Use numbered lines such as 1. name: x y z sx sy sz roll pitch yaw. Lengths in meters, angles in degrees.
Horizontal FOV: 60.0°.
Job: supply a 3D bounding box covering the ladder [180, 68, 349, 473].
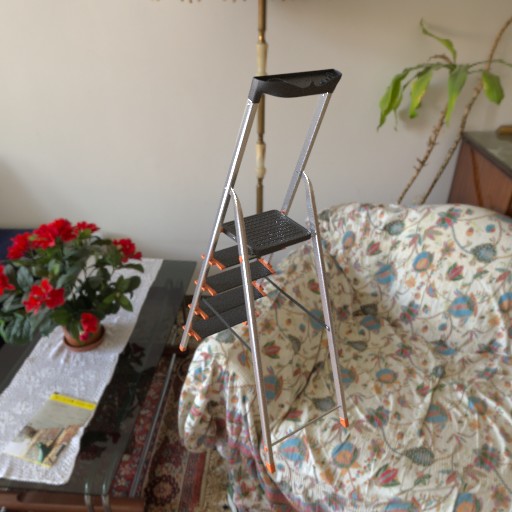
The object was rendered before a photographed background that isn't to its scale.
1. ladder: 0.000 0.000 2.059 0.480 1.646 0.995 -18 35 -28
